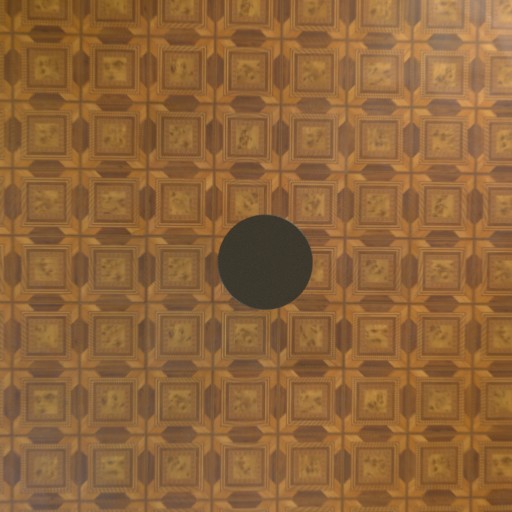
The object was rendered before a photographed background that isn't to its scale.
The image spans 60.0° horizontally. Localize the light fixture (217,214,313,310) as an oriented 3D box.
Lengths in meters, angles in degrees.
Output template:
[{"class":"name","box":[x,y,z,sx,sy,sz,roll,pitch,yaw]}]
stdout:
[{"class":"light fixture","box":[0.000,0.000,1.263,0.178,1.181,0.178,0,91,-1]}]
